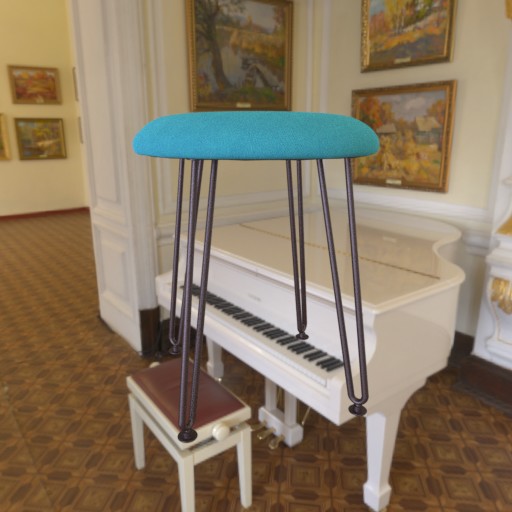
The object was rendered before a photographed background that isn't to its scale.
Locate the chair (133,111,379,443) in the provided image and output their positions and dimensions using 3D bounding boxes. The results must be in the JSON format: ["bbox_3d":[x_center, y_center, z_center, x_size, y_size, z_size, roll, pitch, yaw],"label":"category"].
[{"bbox_3d":[0.000,0.000,0.697,0.350,0.430,0.350,-7,17,-24],"label":"chair"}]
